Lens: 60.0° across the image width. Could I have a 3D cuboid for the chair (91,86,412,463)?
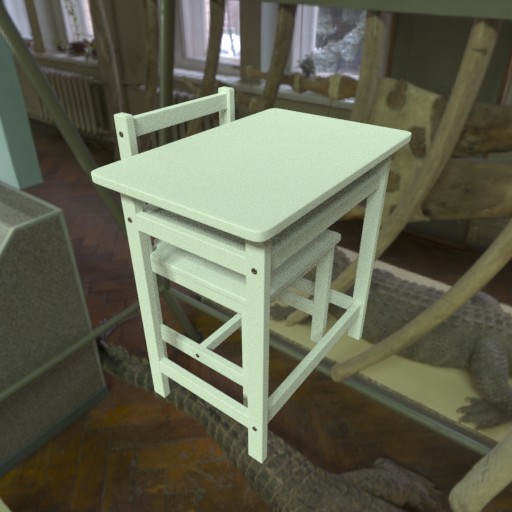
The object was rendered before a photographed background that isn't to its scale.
[{"bbox_3d":[0.000,0.000,1.070,0.461,0.673,0.599,21,38,30],"label":"chair"}]
